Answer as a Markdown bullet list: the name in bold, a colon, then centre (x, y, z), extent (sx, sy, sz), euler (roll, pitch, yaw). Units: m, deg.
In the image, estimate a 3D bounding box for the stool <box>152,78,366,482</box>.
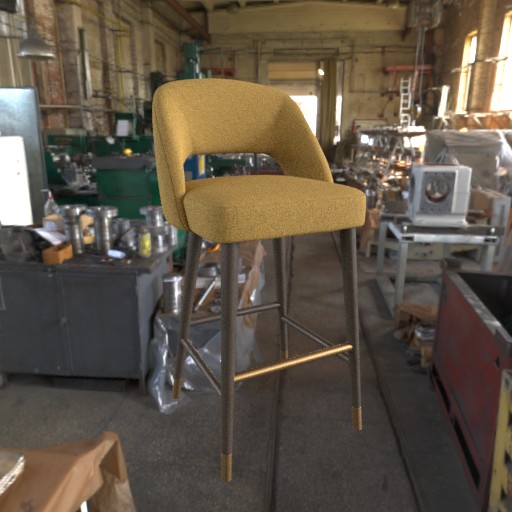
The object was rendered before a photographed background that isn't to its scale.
- **stool**: centre (0.000, 0.000, 1.326), extent (0.536, 1.032, 0.522), euler (-8, 18, -27)
